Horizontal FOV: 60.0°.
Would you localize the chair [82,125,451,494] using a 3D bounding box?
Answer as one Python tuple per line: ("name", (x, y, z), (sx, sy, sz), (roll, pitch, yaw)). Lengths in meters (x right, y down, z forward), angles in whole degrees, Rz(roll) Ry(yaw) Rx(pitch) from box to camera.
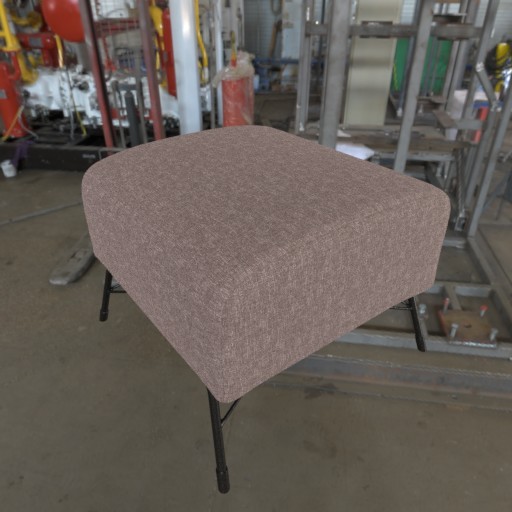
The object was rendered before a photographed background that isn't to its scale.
("chair", (0.000, 0.000, 0.890), (0.530, 0.410, 0.530), (-22, 38, -31))
